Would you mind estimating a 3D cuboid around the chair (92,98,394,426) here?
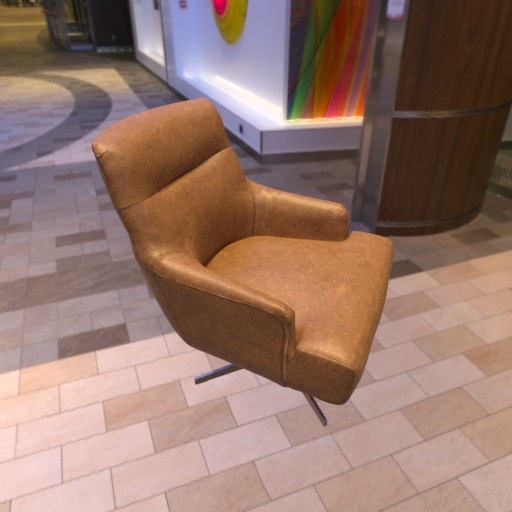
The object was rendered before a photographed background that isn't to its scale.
[{"bbox_3d":[0.000,0.000,1.500,0.874,0.869,0.729,12,33,19],"label":"chair"}]
